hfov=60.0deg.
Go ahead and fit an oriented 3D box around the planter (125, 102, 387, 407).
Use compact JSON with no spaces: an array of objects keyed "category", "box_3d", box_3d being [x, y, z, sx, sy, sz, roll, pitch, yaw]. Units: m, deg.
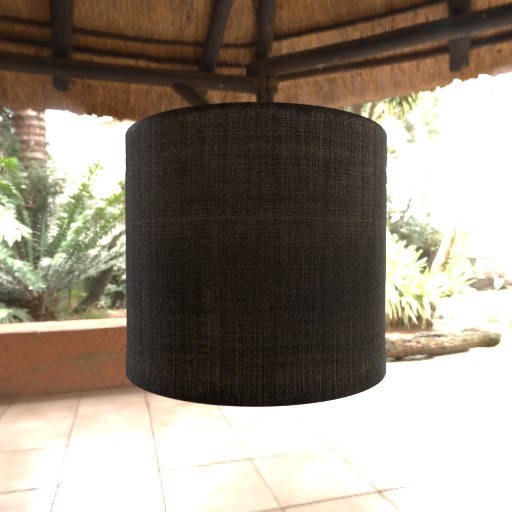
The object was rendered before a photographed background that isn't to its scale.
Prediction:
[{"category":"planter","box_3d":[0.000,0.000,0.313,0.178,0.157,0.178,0,0,0]}]
